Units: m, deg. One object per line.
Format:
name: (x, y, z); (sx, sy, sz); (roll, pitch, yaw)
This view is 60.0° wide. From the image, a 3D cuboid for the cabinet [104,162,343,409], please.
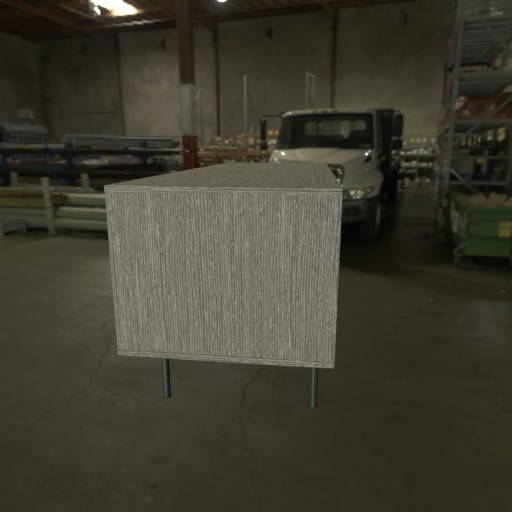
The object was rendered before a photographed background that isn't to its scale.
cabinet: (0.000, 0.000, 1.567); (0.500, 0.599, 1.300); (2, 14, 7)
